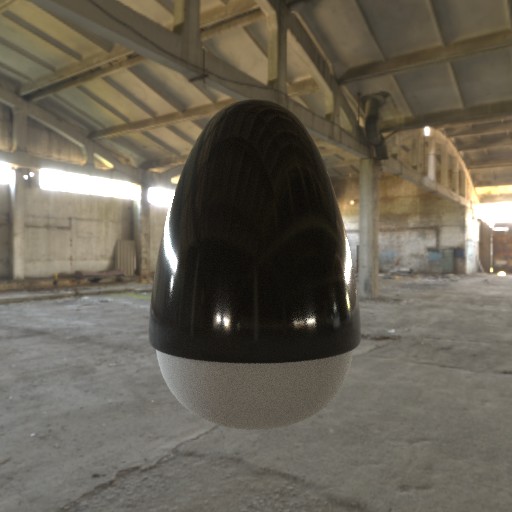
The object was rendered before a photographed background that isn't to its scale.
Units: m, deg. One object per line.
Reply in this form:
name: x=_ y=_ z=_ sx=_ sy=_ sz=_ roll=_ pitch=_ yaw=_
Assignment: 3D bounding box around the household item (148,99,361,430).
household item: x=0.000 y=0.000 z=0.220 sx=0.102 sy=0.152 sz=0.104 roll=0 pitch=0 yaw=34
